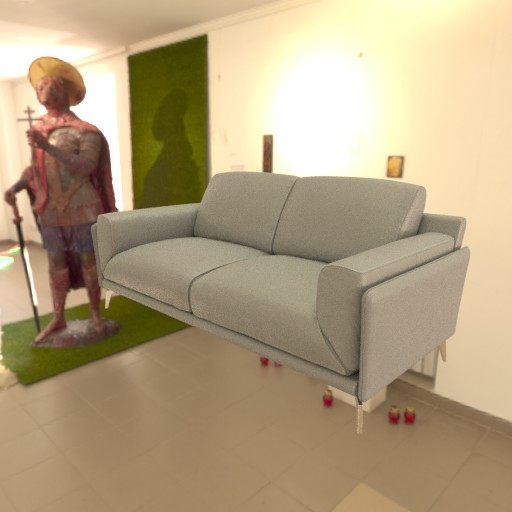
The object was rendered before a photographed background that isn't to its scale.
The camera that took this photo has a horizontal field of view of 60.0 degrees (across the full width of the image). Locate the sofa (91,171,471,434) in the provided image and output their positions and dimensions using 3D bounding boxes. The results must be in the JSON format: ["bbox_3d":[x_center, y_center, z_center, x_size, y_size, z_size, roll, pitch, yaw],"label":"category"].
[{"bbox_3d":[0.000,0.000,2.635,2.101,0.930,1.049,13,19,42],"label":"sofa"}]
